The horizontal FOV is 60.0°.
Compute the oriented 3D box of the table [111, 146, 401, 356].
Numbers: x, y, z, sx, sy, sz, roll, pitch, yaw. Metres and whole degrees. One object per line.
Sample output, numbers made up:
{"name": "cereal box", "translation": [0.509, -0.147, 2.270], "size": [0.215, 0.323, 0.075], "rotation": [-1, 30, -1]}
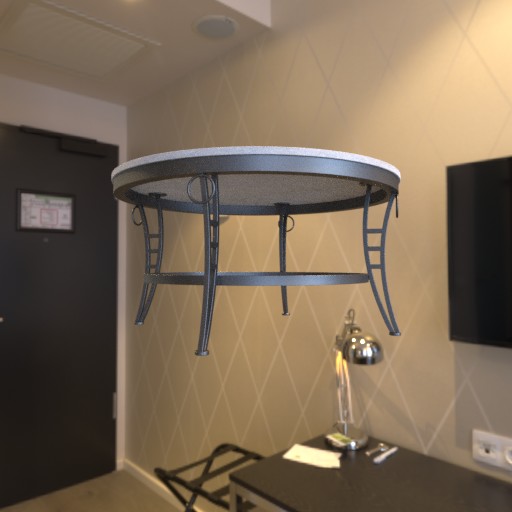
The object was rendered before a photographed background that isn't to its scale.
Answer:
{"name": "table", "translation": [0.000, 0.000, 1.428], "size": [0.889, 0.470, 0.889], "rotation": [0, -1, 0]}
